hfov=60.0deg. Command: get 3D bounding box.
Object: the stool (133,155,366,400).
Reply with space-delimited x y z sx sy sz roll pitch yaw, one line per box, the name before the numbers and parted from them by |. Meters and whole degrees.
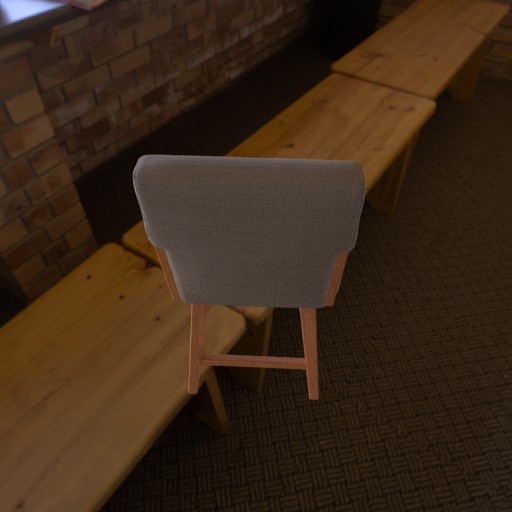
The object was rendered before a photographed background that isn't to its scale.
stool | 0.000 0.000 1.328 0.459 1.019 0.570 2 47 2
